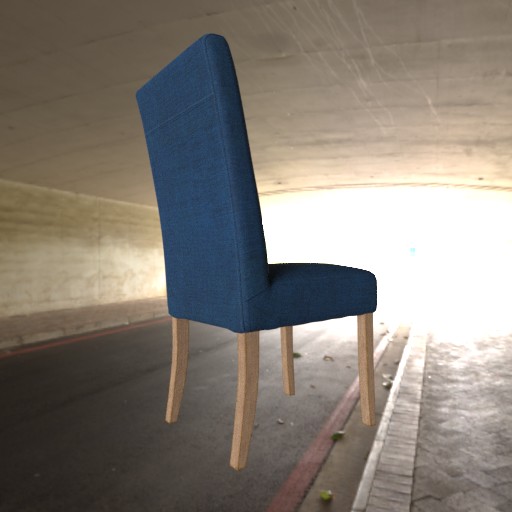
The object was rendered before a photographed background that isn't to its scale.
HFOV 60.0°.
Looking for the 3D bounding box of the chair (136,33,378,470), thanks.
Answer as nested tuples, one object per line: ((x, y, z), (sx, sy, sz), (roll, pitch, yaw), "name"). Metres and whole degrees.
((0.000, 0.000, 1.347), (0.610, 1.029, 0.450), (0, -1, -36), "chair")
